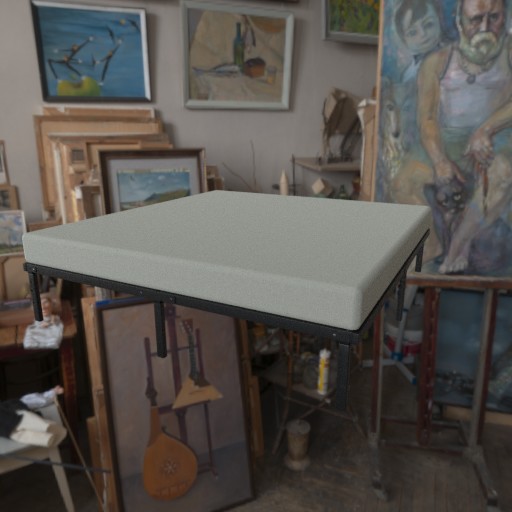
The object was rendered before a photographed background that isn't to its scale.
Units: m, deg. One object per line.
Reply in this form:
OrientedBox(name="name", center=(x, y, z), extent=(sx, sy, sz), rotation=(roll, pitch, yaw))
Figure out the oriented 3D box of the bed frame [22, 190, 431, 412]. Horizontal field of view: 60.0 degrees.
OrientedBox(name="bed frame", center=(0.000, 0.000, 3.855), extent=(2.526, 0.680, 2.635), rotation=(8, 18, 27))
